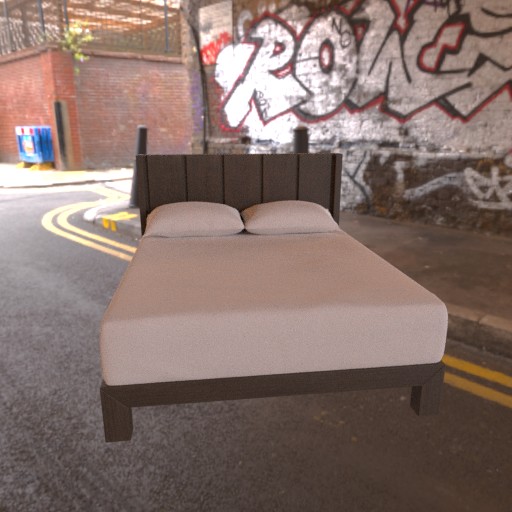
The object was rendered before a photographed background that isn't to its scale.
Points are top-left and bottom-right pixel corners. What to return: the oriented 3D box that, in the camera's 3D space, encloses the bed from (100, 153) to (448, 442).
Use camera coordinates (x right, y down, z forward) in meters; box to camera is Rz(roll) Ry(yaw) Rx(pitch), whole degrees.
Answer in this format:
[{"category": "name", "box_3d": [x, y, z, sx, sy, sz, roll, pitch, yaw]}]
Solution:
[{"category": "bed", "box_3d": [0.000, 0.000, 3.036, 1.735, 1.261, 1.992, -2, 16, -7]}]
